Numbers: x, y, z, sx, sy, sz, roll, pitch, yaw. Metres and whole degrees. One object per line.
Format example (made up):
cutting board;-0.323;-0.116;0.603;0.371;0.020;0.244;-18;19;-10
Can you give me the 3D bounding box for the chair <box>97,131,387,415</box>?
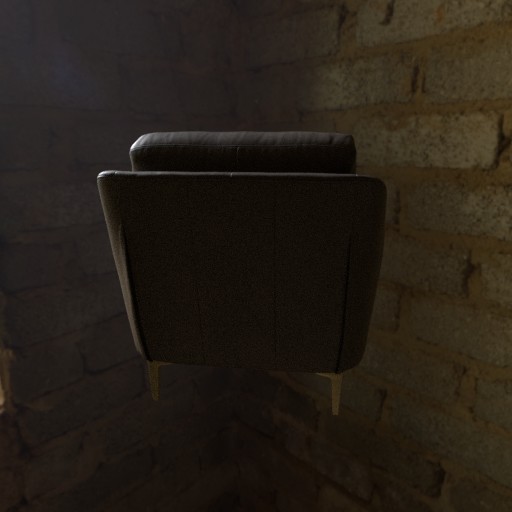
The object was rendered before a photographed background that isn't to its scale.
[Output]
chair;0.000;0.000;1.684;0.988;0.901;0.961;2;15;8
